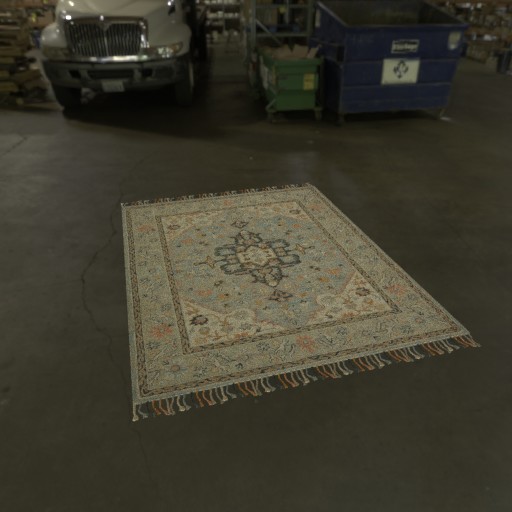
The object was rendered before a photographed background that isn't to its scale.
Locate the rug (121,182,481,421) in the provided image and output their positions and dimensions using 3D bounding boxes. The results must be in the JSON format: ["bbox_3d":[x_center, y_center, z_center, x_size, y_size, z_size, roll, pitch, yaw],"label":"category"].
[{"bbox_3d":[0.000,0.000,4.140,2.379,0.011,3.221,-8,32,-14],"label":"rug"}]
